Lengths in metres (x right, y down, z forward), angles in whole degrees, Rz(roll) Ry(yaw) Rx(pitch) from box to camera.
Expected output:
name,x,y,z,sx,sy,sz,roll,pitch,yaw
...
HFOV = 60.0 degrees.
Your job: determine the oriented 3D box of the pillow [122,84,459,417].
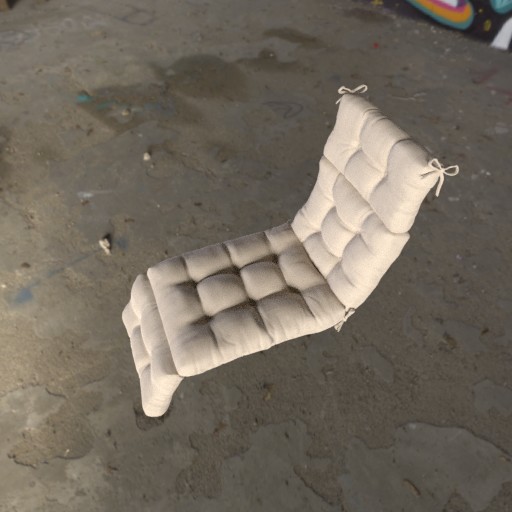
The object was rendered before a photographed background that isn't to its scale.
name,x,y,z,sx,sy,sz,roll,pitch,yaw
pillow,0.000,0.000,1.534,1.016,0.863,0.526,-16,49,-15
